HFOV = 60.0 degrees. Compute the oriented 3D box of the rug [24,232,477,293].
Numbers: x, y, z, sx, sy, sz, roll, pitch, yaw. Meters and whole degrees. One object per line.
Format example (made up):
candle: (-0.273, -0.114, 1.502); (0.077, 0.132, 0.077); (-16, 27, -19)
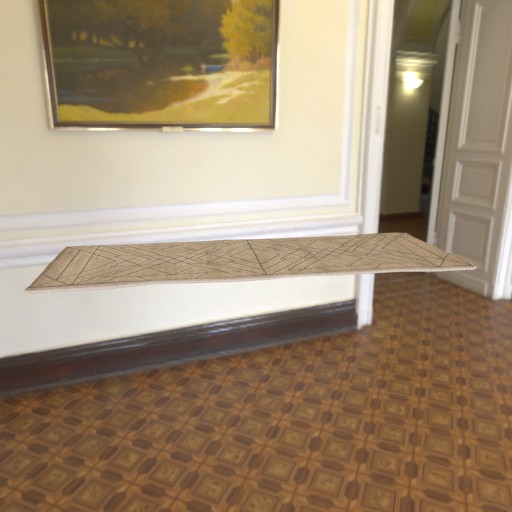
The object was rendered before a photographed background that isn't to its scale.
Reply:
rug: (0.000, 0.000, 2.683); (2.381, 0.036, 0.831); (-3, 16, -9)
